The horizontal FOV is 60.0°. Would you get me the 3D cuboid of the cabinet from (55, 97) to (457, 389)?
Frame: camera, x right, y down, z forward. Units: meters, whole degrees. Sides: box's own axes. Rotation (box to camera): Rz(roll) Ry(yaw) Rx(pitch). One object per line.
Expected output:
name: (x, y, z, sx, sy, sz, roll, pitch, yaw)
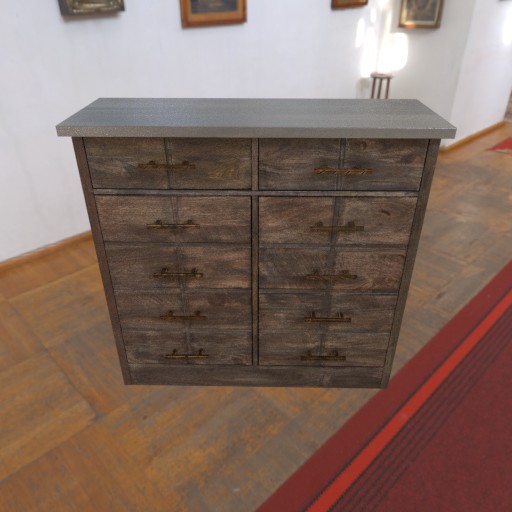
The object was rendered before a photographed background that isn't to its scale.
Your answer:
cabinet: (0.000, 0.000, 1.442, 0.968, 0.919, 0.338, 1, 31, 1)
